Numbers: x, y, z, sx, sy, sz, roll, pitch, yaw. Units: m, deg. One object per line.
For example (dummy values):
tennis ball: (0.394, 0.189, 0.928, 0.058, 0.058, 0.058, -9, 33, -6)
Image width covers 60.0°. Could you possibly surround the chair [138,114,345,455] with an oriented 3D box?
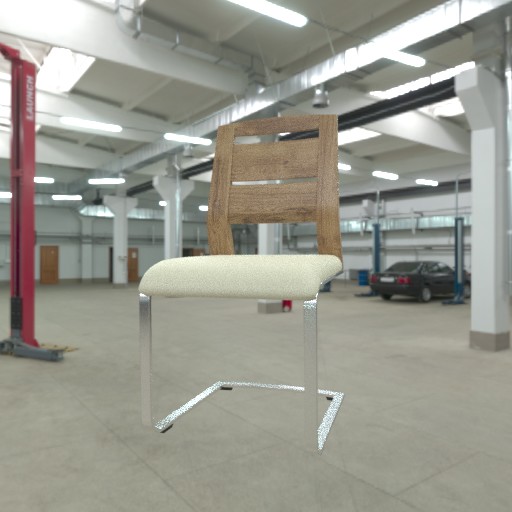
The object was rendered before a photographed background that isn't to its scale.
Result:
chair: (0.000, 0.000, 1.301, 0.457, 0.955, 0.561, 0, 0, 18)
